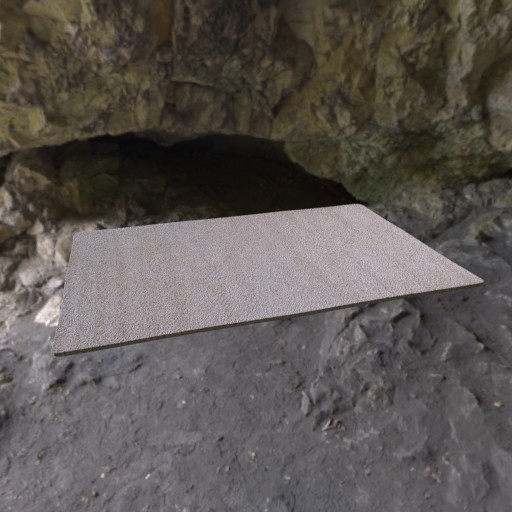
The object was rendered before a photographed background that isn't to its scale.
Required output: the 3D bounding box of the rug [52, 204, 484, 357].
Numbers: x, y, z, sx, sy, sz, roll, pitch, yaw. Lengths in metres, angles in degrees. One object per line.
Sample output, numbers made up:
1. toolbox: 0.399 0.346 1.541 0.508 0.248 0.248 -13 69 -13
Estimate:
1. rug: 0.000 0.000 2.923 2.349 0.026 1.500 -7 26 -15
